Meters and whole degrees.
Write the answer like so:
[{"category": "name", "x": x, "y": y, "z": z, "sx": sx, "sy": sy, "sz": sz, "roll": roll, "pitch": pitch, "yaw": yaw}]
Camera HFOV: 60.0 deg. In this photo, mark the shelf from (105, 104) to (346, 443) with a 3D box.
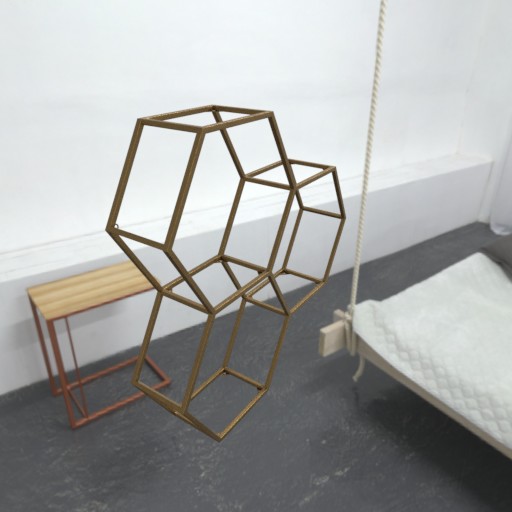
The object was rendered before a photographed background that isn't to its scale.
[{"category": "shelf", "x": 0.000, "y": 0.000, "z": 1.074, "sx": 0.150, "sy": 0.701, "sz": 0.708, "roll": 17, "pitch": 32, "yaw": 31}]
